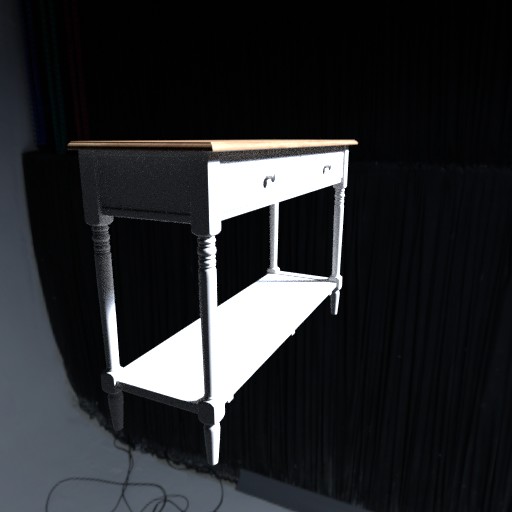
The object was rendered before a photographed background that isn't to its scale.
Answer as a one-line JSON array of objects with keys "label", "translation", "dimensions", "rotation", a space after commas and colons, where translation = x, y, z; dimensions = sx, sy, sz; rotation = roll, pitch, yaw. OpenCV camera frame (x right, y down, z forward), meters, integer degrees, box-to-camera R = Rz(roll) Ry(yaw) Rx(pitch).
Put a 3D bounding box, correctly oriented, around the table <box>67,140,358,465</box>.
[{"label": "table", "translation": [0.000, 0.000, 1.587], "dimensions": [0.399, 0.800, 1.219], "rotation": [7, 16, 25]}]
